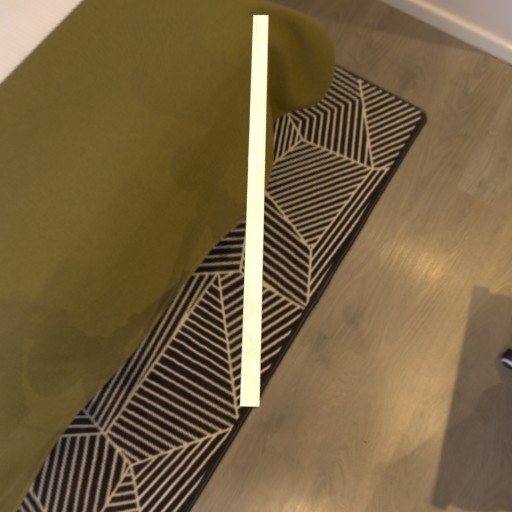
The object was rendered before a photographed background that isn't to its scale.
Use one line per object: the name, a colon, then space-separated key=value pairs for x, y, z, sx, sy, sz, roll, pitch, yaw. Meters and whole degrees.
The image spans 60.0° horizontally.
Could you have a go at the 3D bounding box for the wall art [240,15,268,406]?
wall art: x=0.000 y=0.000 z=0.808 sx=0.020 sy=0.613 sz=0.481 roll=1 pitch=75 yaw=0
